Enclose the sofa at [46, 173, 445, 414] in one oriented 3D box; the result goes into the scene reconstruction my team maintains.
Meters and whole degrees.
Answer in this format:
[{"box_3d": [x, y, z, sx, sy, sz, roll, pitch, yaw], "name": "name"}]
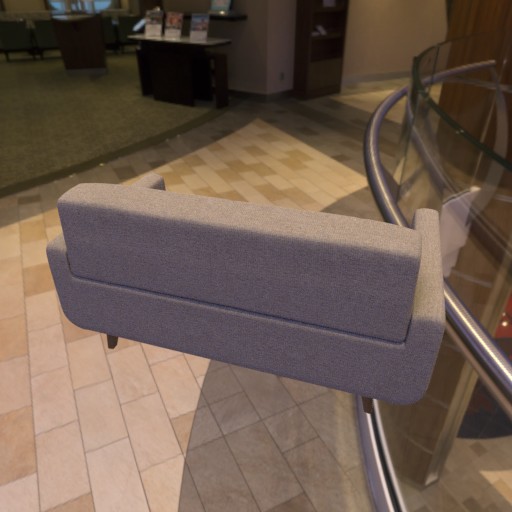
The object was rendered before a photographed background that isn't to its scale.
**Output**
[{"box_3d": [0.000, 0.000, 2.128, 1.631, 0.841, 0.909, 10, 33, 15], "name": "sofa"}]
